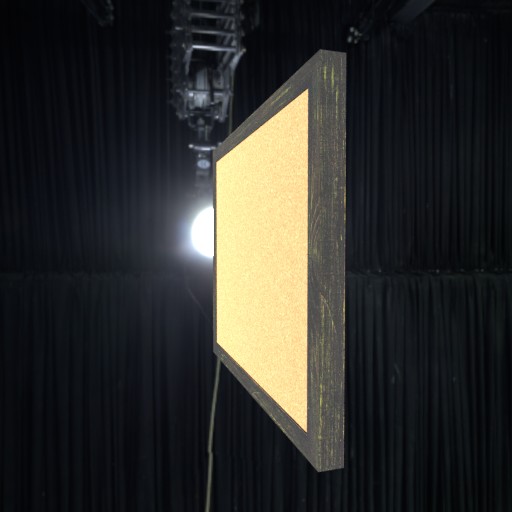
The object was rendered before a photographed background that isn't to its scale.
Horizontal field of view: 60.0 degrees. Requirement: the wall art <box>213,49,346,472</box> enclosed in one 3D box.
[{"bbox_3d":[0.000,0.000,0.750,0.032,0.457,0.558,-1,2,-17],"label":"wall art"}]
